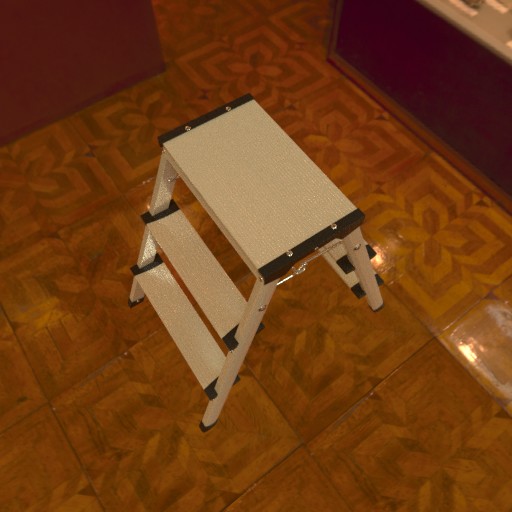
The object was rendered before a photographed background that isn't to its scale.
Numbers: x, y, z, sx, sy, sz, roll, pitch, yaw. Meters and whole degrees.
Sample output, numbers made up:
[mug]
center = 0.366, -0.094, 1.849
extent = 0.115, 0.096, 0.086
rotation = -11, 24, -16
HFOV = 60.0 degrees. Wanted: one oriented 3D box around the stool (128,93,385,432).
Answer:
[stool]
center = 0.000, 0.000, 1.035
extent = 0.622, 0.605, 0.437
rotation = -31, 66, -15
